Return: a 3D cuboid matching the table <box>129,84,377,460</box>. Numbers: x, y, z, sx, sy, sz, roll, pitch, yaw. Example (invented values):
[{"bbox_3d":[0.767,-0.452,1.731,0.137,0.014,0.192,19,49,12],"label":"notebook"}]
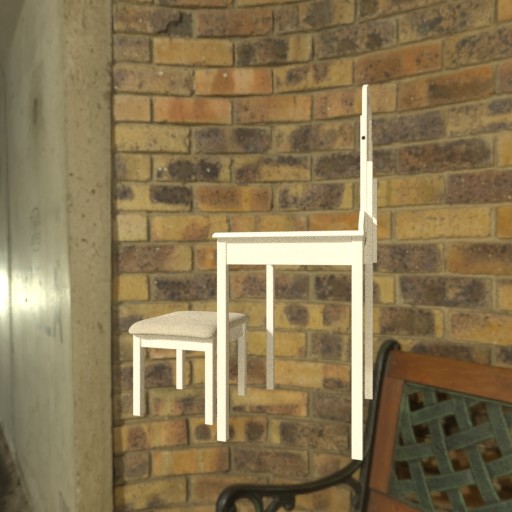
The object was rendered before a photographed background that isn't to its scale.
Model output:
[{"bbox_3d":[0.000,0.000,2.334,1.211,1.631,0.876,0,0,18],"label":"table"}]
